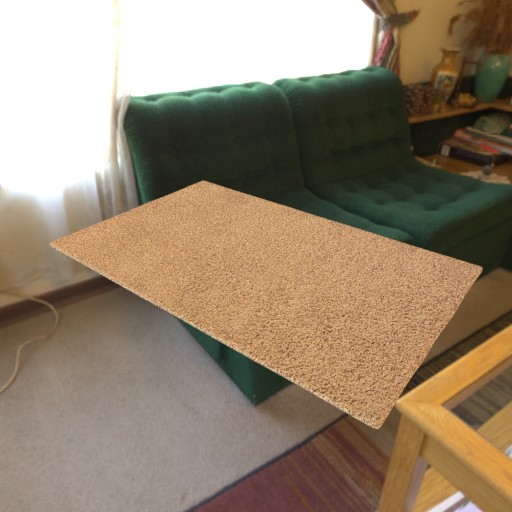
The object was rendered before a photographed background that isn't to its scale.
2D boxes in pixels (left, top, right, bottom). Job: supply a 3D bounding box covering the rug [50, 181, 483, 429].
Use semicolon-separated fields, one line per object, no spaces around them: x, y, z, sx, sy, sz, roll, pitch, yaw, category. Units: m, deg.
0.000;0.000;2.920;2.438;0.030;1.524;22;37;32;rug
